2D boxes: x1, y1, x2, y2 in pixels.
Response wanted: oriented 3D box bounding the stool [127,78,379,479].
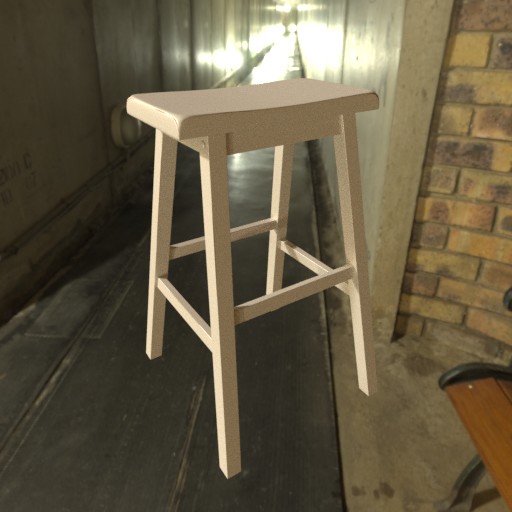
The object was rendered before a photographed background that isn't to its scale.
[{"bbox_3d":[0.000,0.000,1.053,0.457,0.737,0.476,-18,34,-29],"label":"stool"}]
